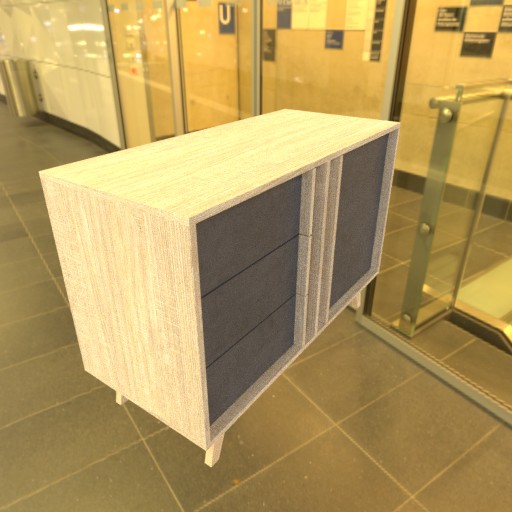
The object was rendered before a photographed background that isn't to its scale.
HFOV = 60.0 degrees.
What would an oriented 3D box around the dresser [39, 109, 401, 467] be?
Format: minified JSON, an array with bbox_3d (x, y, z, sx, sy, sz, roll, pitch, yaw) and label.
[{"bbox_3d":[0.000,0.000,1.525,0.500,0.780,1.110,19,33,31],"label":"dresser"}]
